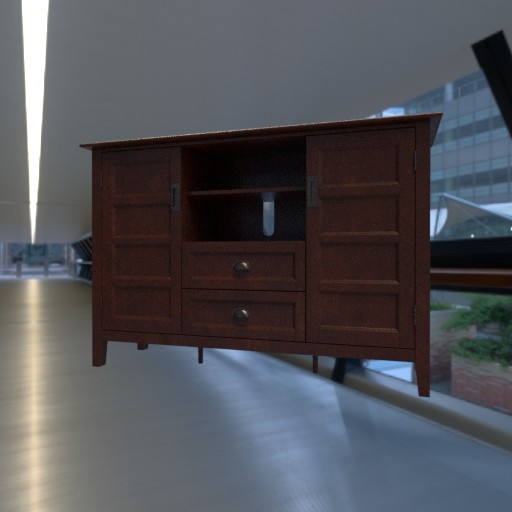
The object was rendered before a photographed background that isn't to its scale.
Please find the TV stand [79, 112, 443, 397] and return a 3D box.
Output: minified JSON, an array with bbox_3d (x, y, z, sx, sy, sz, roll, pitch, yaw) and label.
[{"bbox_3d":[0.000,0.000,1.812,1.372,0.915,0.445,0,0,18],"label":"TV stand"}]
